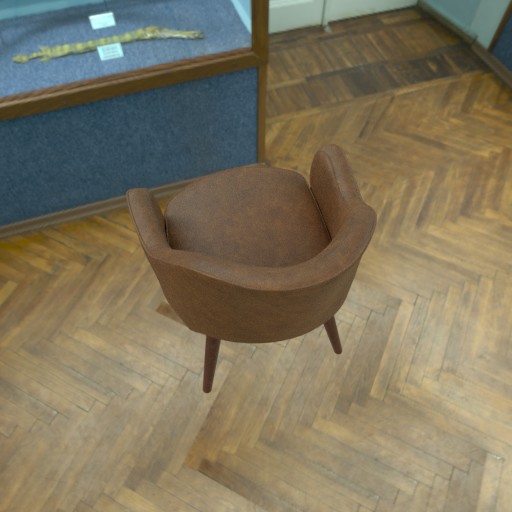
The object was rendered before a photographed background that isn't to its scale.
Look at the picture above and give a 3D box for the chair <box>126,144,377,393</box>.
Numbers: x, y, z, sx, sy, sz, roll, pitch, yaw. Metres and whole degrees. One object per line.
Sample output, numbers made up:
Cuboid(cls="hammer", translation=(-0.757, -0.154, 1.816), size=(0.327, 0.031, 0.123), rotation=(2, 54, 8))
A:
Cuboid(cls="chair", translation=(0.000, 0.000, 1.224), size=(0.591, 0.777, 0.640), rotation=(-14, 59, -9))
